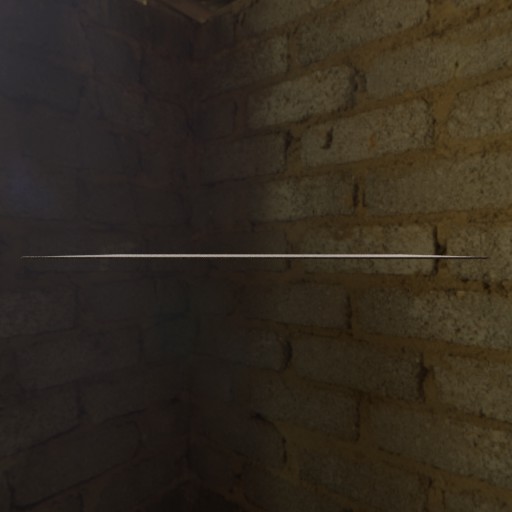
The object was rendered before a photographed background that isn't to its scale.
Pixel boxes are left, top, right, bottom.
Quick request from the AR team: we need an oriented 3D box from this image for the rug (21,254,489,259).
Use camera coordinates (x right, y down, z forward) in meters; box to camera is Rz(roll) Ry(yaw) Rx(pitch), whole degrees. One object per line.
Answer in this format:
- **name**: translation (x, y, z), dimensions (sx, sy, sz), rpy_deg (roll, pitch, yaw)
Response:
- **rug**: translation (0.000, 0.000, 2.349), dimensions (1.839, 0.009, 1.236), rpy_deg (0, 1, 2)
